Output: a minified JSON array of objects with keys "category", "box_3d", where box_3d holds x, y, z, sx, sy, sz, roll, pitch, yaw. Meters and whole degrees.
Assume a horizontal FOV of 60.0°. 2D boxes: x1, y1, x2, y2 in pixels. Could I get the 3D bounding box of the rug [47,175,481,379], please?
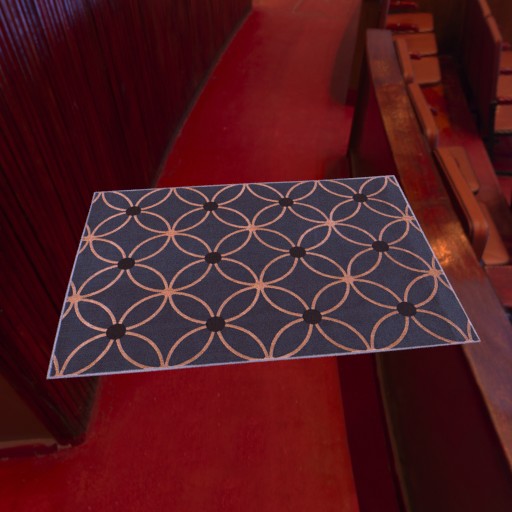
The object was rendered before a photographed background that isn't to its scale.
[{"category":"rug","box_3d":[0.000,0.000,2.826,2.284,0.008,1.522,-4,46,-4]}]
